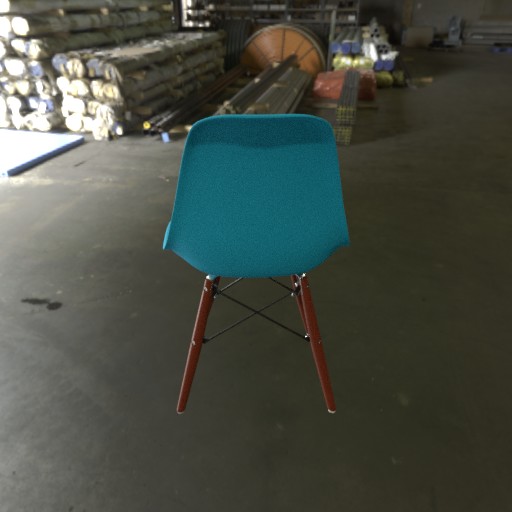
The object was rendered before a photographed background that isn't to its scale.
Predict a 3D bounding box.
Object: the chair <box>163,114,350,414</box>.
[{"bbox_3d":[0.000,0.000,1.146,0.470,0.826,0.533,-1,30,-2],"label":"chair"}]
